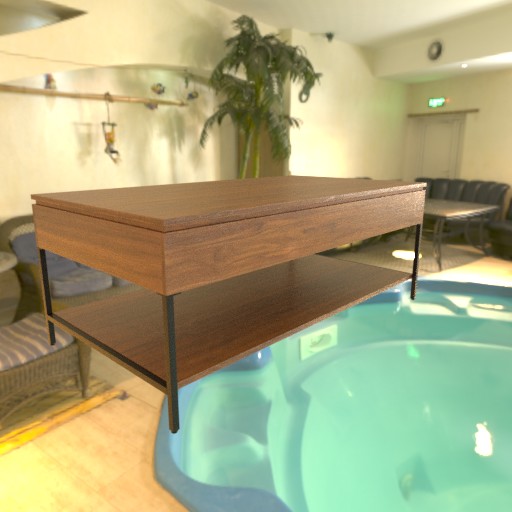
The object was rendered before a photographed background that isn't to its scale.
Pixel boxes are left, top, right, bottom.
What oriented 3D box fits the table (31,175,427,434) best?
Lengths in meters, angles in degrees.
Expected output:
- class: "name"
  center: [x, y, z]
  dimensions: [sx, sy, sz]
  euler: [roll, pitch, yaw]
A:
- class: "table"
  center: [0.000, 0.000, 1.354]
  dimensions: [0.574, 0.414, 1.057]
  euler: [13, 19, 42]
